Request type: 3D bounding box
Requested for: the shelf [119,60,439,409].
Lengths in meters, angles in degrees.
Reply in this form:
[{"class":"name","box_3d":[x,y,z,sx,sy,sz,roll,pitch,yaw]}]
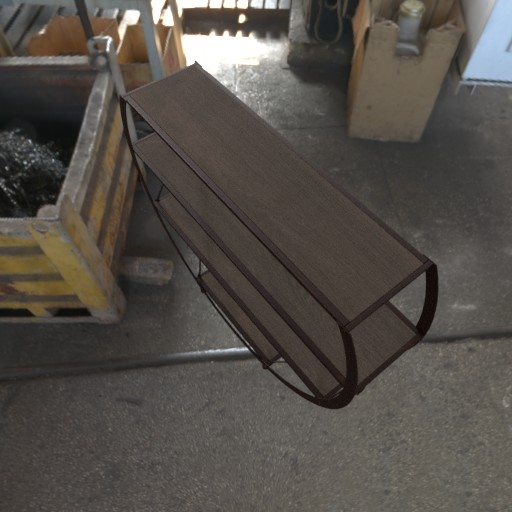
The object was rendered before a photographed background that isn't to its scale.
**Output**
[{"class":"shelf","box_3d":[0.000,0.000,1.892,0.344,1.063,1.403,-33,63,-20]}]
